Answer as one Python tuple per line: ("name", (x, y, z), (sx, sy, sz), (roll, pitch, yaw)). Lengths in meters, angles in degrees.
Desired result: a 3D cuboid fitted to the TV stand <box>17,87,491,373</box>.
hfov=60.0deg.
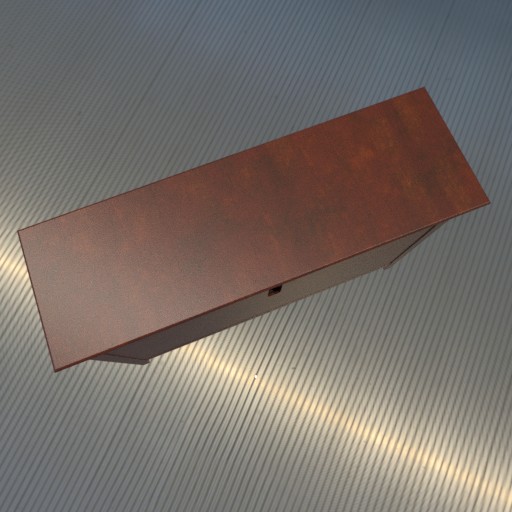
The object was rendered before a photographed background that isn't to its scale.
("TV stand", (0.000, 0.000, 1.781), (1.372, 0.915, 0.445), (-21, 76, -6))
